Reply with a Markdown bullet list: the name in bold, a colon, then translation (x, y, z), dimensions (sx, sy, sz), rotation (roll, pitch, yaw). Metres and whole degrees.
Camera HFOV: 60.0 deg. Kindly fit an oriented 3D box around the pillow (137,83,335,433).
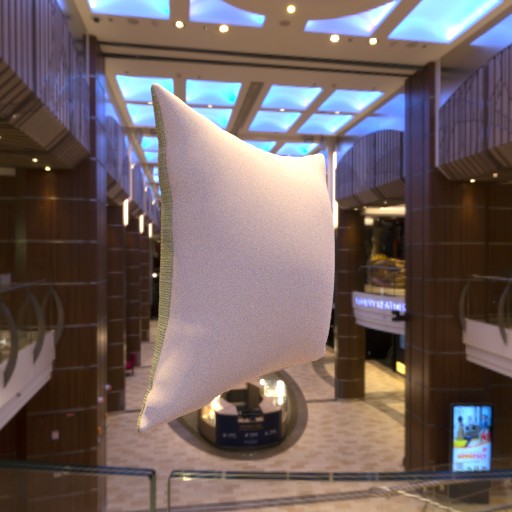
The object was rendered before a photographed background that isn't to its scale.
- **pillow**: translation (0.000, 0.000, 0.829), dimensions (0.229, 0.487, 0.560), rotation (0, 0, 34)
